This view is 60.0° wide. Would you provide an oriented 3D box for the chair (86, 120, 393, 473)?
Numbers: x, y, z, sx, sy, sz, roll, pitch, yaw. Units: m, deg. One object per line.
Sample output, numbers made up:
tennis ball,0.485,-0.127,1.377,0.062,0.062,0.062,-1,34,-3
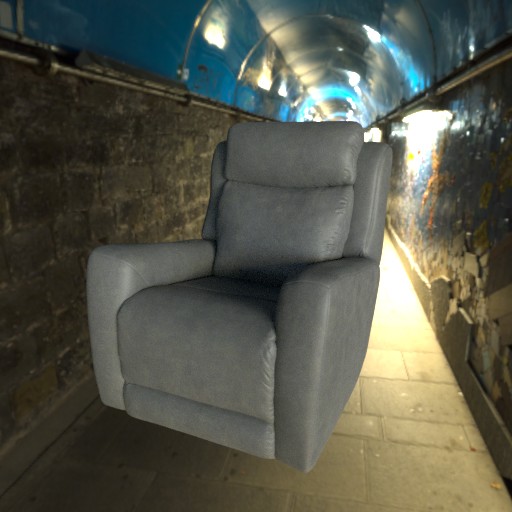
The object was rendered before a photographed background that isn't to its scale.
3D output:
chair,0.000,0.000,1.876,0.965,1.116,1.068,7,17,26
